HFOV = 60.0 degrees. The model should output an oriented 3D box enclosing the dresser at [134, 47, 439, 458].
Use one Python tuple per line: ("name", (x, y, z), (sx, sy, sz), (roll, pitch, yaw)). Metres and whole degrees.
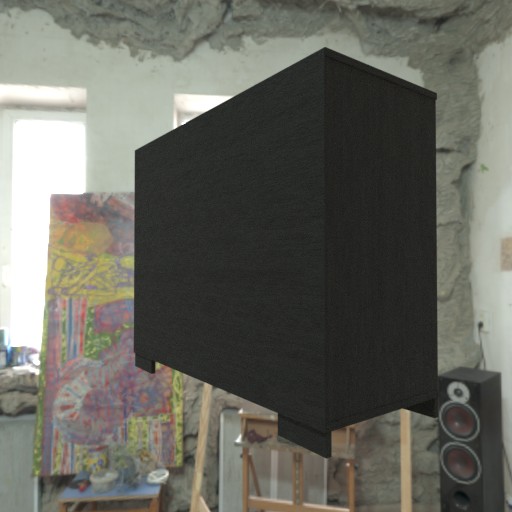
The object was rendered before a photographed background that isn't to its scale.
("dresser", (0.000, 0.000, 1.393), (0.404, 0.816, 0.994), (1, -1, -37))
